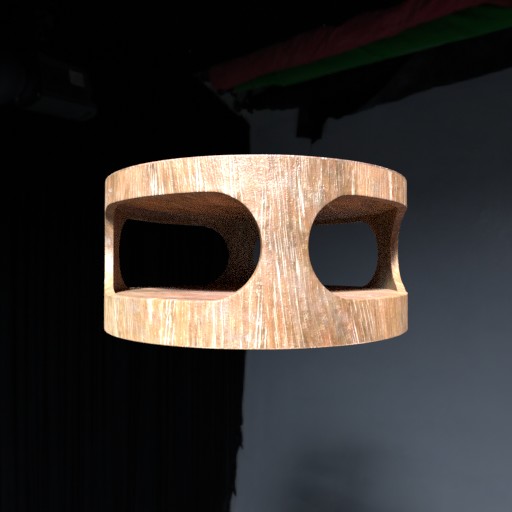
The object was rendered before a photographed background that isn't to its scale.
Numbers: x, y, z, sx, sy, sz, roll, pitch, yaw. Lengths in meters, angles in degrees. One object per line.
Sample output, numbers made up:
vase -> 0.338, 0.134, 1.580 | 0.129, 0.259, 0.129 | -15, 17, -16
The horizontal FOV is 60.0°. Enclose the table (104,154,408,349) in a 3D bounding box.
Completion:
table -> 0.000, 0.000, 1.509 | 0.974, 0.450, 0.974 | 0, -1, 0
